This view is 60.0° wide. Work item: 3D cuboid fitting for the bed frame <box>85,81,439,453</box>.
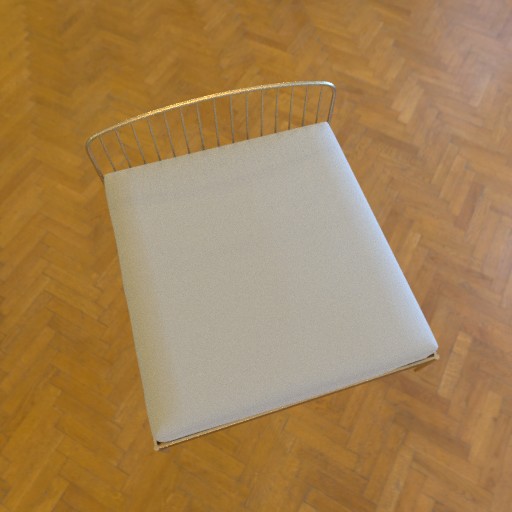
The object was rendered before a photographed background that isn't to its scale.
[{"bbox_3d":[0.000,0.000,3.290,2.016,1.174,2.152,-15,65,-7],"label":"bed frame"}]
